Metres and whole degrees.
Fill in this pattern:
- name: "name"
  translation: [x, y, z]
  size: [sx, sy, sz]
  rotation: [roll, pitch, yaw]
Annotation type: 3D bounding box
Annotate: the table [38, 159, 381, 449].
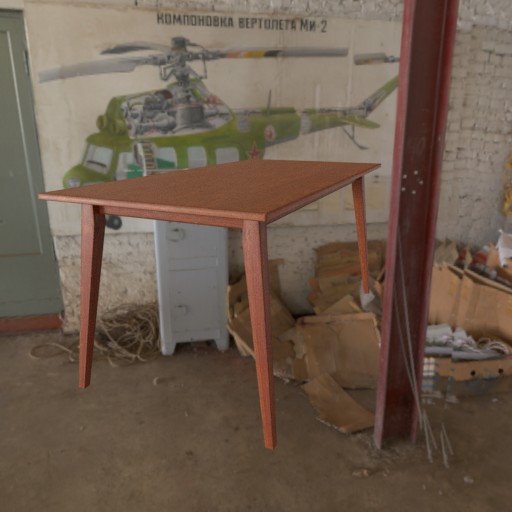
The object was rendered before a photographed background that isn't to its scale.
- name: "table"
  translation: [0.000, 0.000, 2.073]
  size: [0.811, 0.755, 1.609]
  rotation: [8, 18, 24]
